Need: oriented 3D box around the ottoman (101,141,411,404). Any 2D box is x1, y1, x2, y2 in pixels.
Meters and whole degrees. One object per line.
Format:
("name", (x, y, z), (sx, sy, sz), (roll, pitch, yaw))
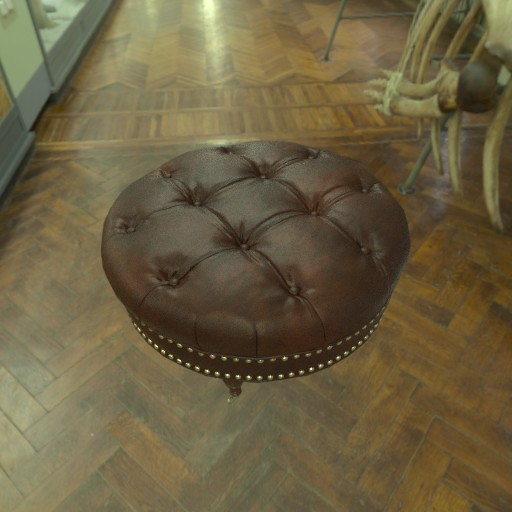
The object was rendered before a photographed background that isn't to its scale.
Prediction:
("ottoman", (0.000, 0.000, 1.408), (0.901, 0.455, 0.901), (0, 42, 0))
